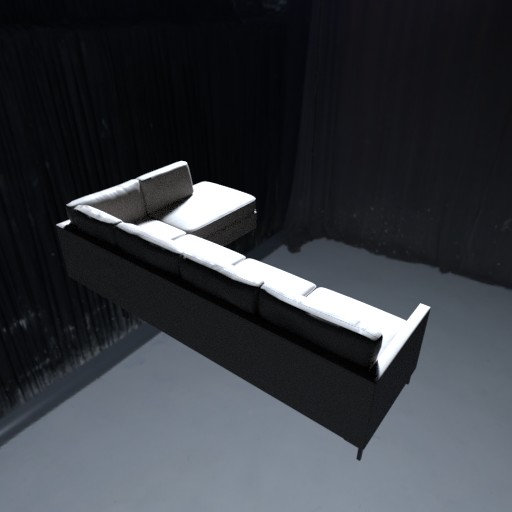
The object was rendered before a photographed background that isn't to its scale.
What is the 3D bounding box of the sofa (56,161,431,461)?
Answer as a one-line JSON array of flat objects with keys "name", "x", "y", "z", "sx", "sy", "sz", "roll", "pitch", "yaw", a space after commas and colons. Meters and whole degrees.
[{"name": "sofa", "x": 0.000, "y": 0.000, "z": 4.217, "sx": 3.331, "sy": 0.964, "sz": 2.077, "roll": 21, "pitch": 37, "yaw": 32}]
